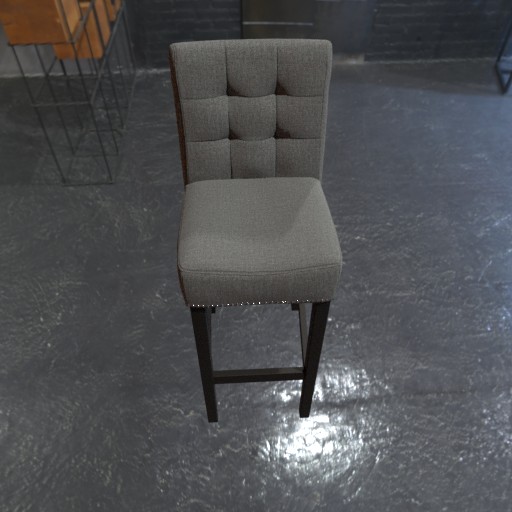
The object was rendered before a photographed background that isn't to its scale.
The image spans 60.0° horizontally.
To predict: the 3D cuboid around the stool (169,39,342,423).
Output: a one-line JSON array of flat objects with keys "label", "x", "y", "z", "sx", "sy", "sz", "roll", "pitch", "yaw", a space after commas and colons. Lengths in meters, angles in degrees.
[{"label": "stool", "x": 0.000, "y": 0.000, "z": 1.310, "sx": 0.411, "sy": 1.047, "sz": 0.548, "roll": -2, "pitch": 47, "yaw": -2}]
